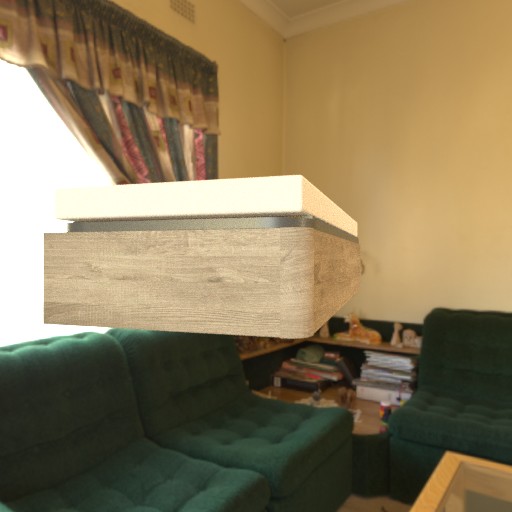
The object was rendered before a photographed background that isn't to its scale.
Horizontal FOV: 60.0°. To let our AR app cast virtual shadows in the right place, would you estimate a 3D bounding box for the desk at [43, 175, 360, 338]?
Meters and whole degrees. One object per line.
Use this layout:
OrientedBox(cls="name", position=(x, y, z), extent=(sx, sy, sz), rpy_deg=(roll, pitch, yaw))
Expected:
OrientedBox(cls="desk", position=(0.000, 0.000, 2.241), extent=(0.900, 0.455, 1.900), rpy_deg=(0, 0, 18))
